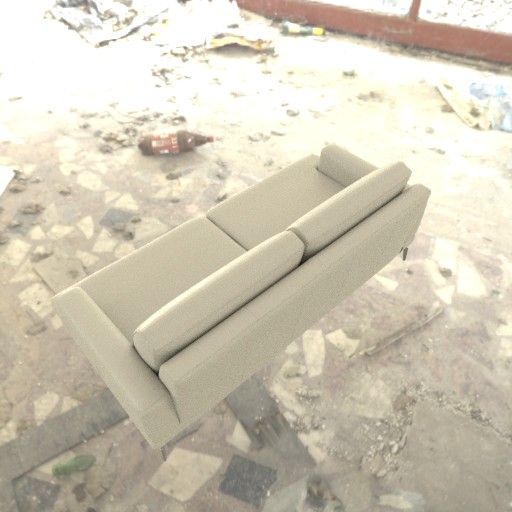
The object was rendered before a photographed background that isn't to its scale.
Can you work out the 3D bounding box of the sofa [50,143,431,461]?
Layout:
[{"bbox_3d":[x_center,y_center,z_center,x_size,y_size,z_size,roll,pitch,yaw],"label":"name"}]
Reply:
[{"bbox_3d":[0.000,0.000,2.399,1.940,0.765,0.974,-33,55,-27],"label":"sofa"}]
